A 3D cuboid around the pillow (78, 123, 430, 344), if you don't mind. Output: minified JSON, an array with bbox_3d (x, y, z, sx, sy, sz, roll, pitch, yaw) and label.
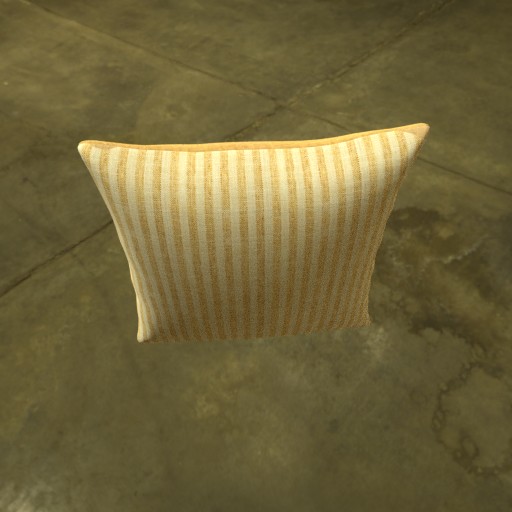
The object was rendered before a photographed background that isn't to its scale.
[{"bbox_3d":[0.000,0.000,0.657,0.419,0.407,0.173,-4,47,-4],"label":"pillow"}]
